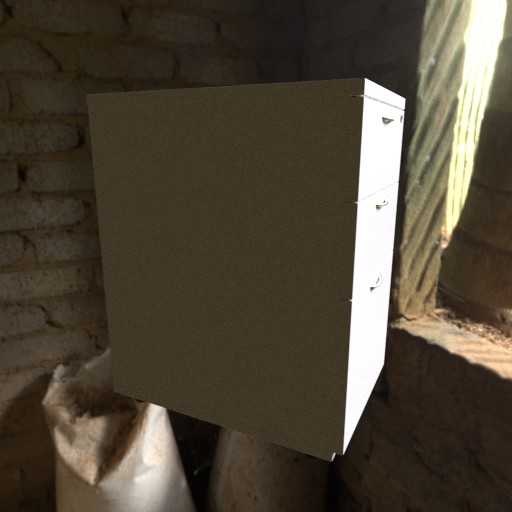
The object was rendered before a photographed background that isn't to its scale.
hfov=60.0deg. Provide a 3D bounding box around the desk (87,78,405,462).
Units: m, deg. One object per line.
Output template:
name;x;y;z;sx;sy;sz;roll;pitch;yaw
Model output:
desk;0.000;0.000;1.075;0.600;0.730;0.404;7;16;25
